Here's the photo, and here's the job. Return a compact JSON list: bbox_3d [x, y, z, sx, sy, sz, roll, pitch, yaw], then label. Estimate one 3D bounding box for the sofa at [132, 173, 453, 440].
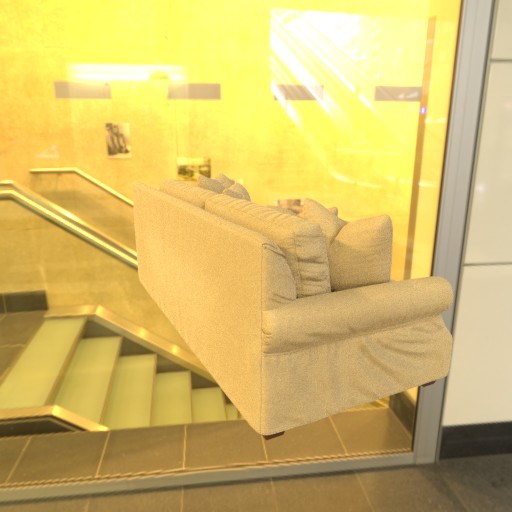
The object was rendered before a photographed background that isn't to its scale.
[{"bbox_3d":[0.000,0.000,2.752,1.067,0.904,2.285,-8,17,-26],"label":"sofa"}]
